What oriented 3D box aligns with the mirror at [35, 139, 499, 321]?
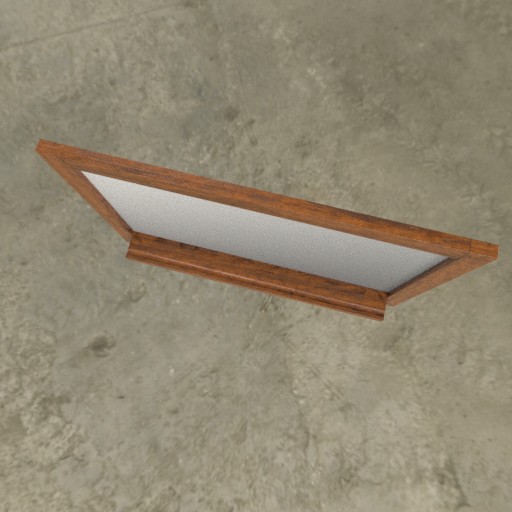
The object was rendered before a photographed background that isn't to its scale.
[{"bbox_3d":[0.000,0.000,0.960,0.758,0.537,0.084,14,76,3],"label":"mirror"}]
